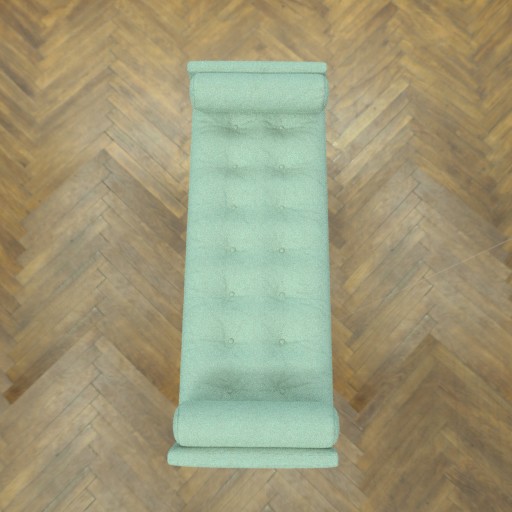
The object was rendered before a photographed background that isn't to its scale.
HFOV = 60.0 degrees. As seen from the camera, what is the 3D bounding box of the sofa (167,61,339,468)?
[{"bbox_3d":[0.000,0.000,2.505,0.796,0.705,2.102,1,77,0],"label":"sofa"}]
